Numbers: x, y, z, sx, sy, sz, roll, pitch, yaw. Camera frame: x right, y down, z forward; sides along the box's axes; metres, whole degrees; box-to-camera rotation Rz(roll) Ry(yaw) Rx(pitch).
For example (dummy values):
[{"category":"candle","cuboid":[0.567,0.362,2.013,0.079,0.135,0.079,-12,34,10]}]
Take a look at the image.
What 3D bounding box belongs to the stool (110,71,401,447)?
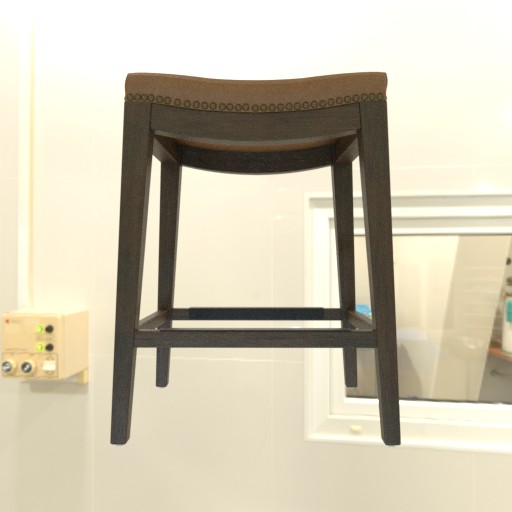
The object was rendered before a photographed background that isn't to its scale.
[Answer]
[{"category":"stool","cuboid":[0.000,0.000,0.942,0.500,0.660,0.361,0,0,0]}]
